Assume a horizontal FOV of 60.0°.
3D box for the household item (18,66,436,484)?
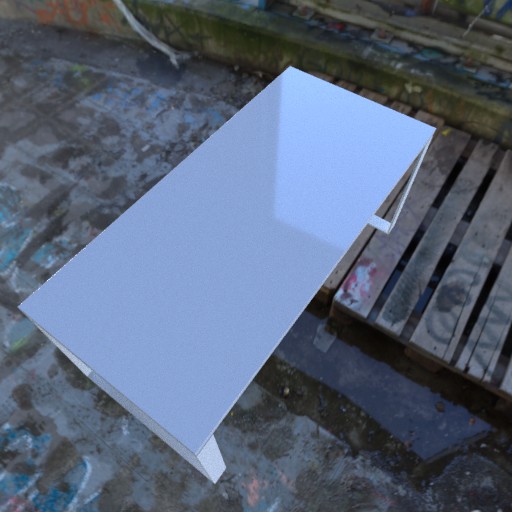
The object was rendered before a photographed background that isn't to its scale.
[{"bbox_3d":[0.000,0.000,2.088,0.800,0.745,1.700,31,62,19],"label":"household item"}]
